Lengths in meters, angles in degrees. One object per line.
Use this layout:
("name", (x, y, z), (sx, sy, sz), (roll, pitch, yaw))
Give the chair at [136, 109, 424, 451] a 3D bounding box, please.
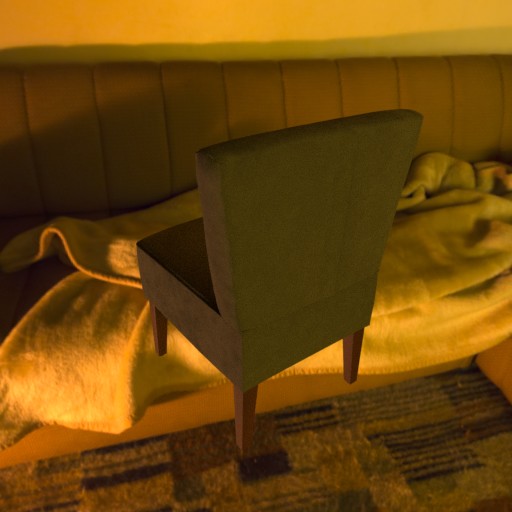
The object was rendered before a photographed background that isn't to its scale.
("chair", (0.000, 0.000, 1.199), (0.521, 0.806, 0.554), (-20, 36, -30))
